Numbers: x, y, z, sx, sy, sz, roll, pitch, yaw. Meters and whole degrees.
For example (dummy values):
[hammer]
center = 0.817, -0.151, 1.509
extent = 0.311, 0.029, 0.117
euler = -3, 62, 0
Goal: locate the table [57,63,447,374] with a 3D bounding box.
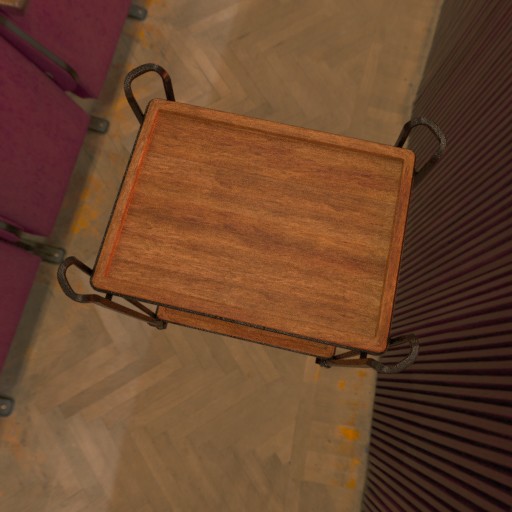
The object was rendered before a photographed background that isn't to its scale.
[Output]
[table]
center = 0.000, 0.000, 1.211
extent = 0.672, 0.785, 0.505
euler = 12, 76, 3
